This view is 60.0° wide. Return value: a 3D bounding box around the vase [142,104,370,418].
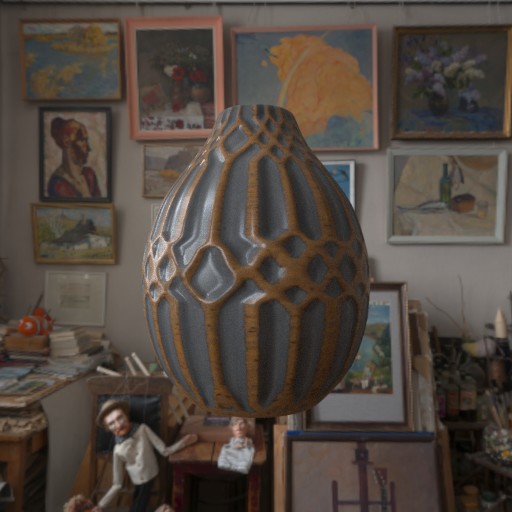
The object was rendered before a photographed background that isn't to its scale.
[{"bbox_3d":[0.000,0.000,0.138,0.069,0.088,0.069,0,-1,0],"label":"vase"}]
